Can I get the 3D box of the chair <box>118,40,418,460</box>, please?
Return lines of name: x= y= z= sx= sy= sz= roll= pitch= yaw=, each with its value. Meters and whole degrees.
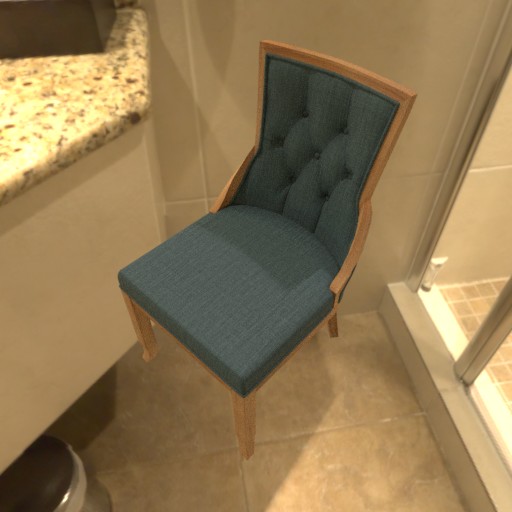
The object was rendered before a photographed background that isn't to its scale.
chair: x=0.000 y=0.000 z=1.294 sx=0.524 sy=0.947 sz=0.641 roll=34 pitch=55 yaw=28
